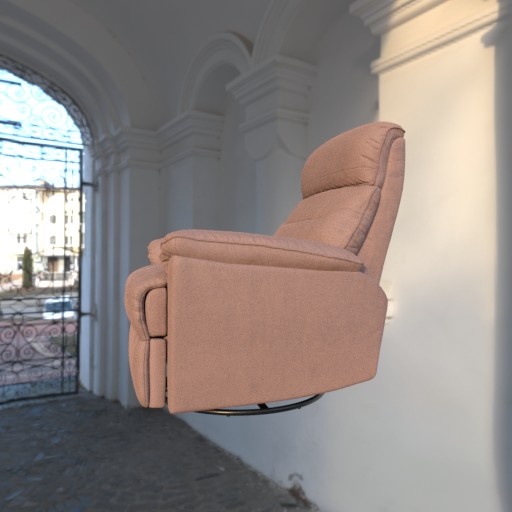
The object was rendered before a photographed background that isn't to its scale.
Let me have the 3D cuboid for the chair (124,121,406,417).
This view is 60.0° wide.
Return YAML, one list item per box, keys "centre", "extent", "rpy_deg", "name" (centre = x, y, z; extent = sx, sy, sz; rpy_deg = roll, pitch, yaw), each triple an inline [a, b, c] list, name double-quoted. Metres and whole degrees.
- centre: [0.000, 0.000, 1.764]
  extent: [1.004, 1.037, 0.820]
  rpy_deg: [0, 0, -17]
  name: "chair"
